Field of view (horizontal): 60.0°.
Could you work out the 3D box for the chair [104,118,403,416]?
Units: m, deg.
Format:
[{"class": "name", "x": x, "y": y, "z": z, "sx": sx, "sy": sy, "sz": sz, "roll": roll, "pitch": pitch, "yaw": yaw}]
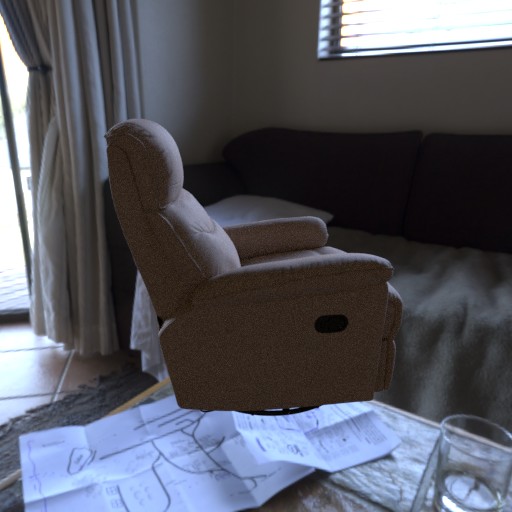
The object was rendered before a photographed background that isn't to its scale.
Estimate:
[{"class": "chair", "x": 0.000, "y": 0.000, "z": 1.758, "sx": 1.004, "sy": 1.037, "sz": 0.820, "roll": -3, "pitch": 16, "yaw": -10}]
